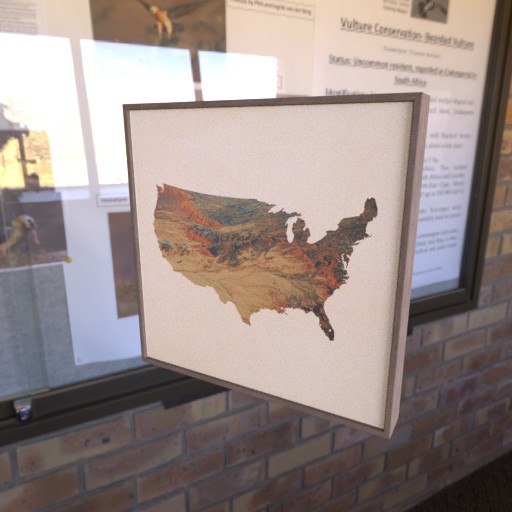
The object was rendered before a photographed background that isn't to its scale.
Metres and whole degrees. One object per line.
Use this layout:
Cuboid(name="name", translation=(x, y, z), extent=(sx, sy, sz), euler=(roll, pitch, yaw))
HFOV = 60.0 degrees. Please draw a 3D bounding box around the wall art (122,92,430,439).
Cuboid(name="wall art", translation=(0.000, 0.000, 0.455), extent=(0.303, 0.302, 0.038), euler=(8, 18, 28))
